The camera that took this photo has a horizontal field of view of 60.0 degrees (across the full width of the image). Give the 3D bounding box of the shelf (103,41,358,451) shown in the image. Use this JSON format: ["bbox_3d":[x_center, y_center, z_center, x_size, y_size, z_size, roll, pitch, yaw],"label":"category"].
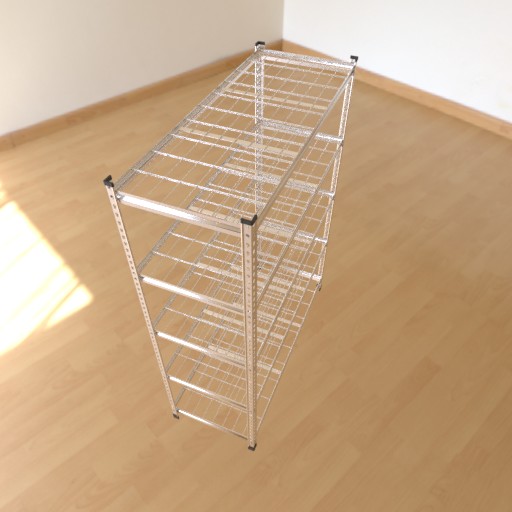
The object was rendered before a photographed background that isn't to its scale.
[{"bbox_3d":[0.000,0.000,2.766,0.610,1.981,1.524,17,48,16],"label":"shelf"}]
